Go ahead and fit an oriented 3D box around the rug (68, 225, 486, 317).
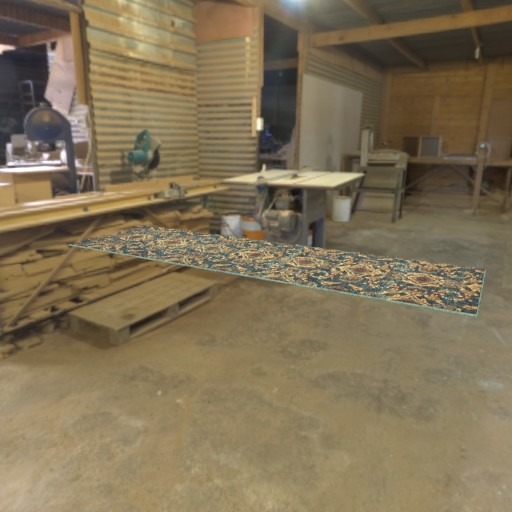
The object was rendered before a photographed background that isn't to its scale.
[{"bbox_3d":[0.000,0.000,2.495,2.292,0.014,0.685,8,18,28],"label":"rug"}]
